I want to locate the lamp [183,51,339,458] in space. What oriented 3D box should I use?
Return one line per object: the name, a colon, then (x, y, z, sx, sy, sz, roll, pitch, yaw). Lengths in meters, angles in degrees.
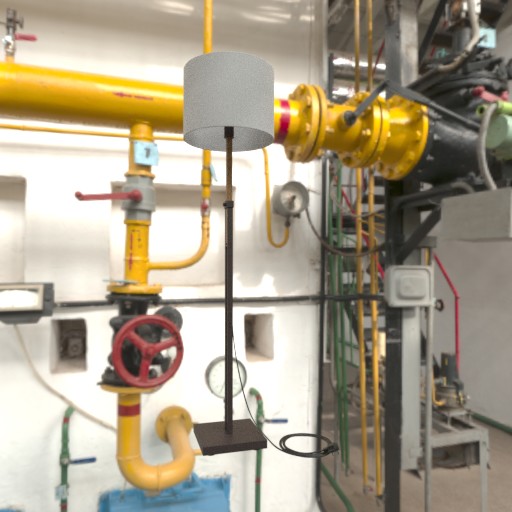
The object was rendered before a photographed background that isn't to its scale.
lamp: (0.000, 0.000, 1.980, 0.639, 1.650, 0.474, 0, -1, -16)
